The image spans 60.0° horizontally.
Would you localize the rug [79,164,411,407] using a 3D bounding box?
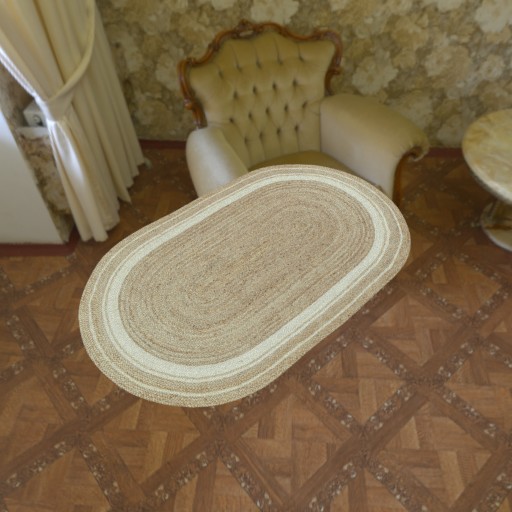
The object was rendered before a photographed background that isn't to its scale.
[{"bbox_3d":[0.000,0.000,3.028,2.432,0.006,1.520,-33,55,-27],"label":"rug"}]
